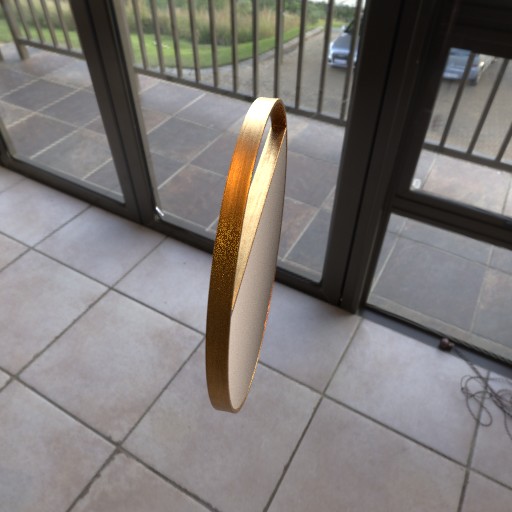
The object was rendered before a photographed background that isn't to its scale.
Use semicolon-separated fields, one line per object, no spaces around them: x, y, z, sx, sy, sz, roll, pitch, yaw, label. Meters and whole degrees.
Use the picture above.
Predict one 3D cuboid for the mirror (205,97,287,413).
0.000;0.000;0.838;0.032;0.565;0.565;8;46;8;mirror
